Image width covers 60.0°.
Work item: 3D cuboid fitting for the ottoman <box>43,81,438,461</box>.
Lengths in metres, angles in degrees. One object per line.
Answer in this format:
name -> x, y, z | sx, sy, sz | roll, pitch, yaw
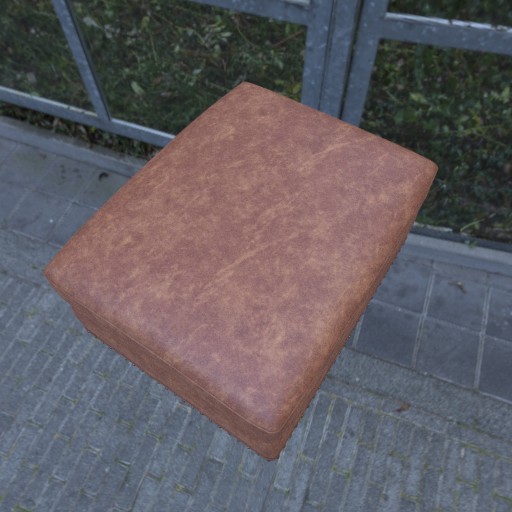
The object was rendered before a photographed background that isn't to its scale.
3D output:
ottoman -> 0.000, 0.000, 1.116 | 0.586, 0.486, 0.742 | 29, 62, 17
